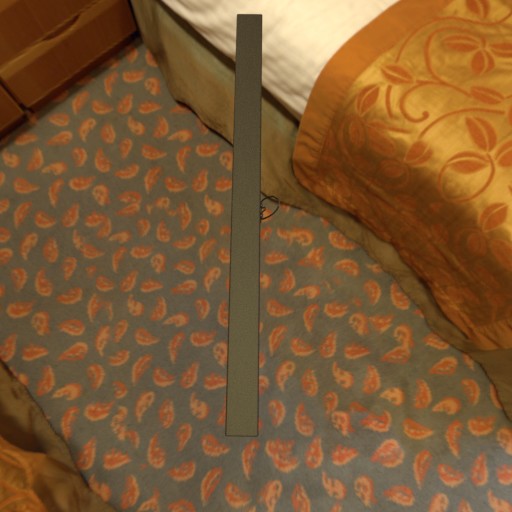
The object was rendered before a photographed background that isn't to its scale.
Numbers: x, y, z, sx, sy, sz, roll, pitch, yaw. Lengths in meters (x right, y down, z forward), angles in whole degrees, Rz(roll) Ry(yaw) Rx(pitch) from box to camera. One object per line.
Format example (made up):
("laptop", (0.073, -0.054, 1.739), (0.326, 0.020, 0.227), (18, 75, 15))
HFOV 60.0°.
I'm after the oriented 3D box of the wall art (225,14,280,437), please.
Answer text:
("wall art", (0.000, 0.000, 0.515), (0.038, 0.349, 0.349), (1, 75, 0))
